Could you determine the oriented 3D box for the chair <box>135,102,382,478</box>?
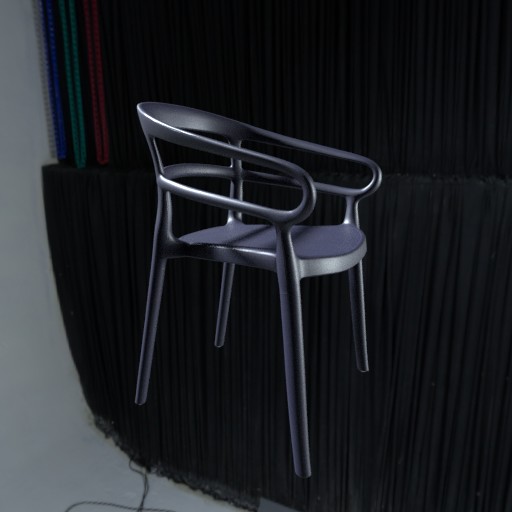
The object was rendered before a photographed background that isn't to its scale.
[{"bbox_3d":[0.000,0.000,1.133,0.527,0.761,0.559,7,15,26],"label":"chair"}]
